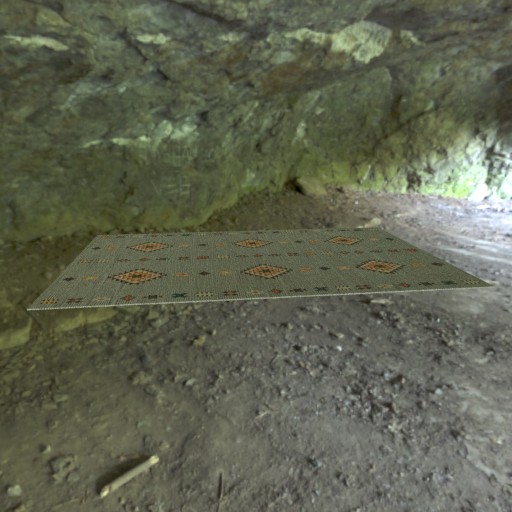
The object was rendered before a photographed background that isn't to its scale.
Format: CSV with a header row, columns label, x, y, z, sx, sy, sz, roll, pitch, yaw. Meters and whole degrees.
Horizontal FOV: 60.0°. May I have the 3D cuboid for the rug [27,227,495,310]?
label,x,y,z,sx,sy,sz,roll,pitch,yaw
rug,0.000,0.000,2.284,1.818,0.005,1.217,-2,16,-7
